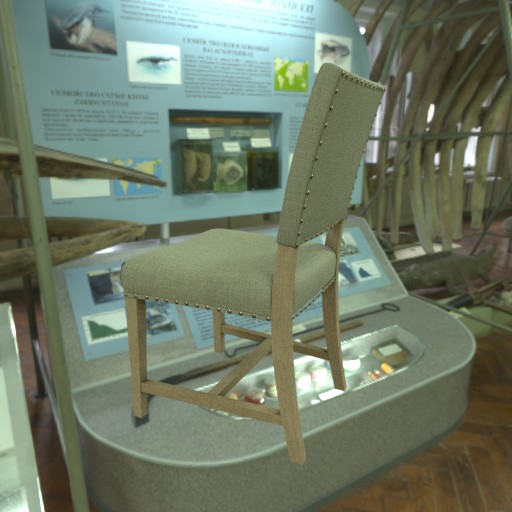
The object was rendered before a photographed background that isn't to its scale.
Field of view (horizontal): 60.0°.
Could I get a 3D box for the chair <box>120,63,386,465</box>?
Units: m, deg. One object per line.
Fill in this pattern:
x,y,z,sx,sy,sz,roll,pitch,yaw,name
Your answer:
0.000,0.000,1.328,0.622,0.986,0.508,8,18,26,chair
